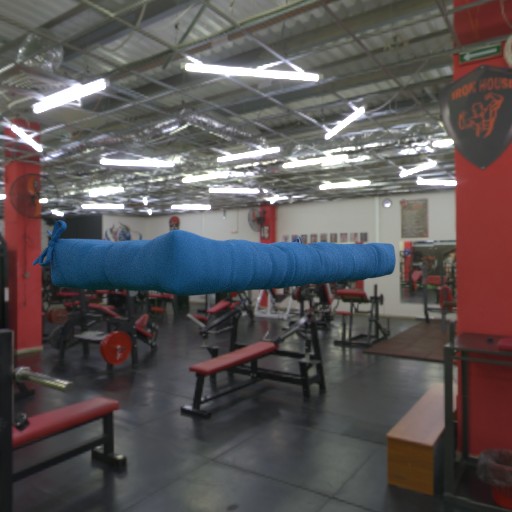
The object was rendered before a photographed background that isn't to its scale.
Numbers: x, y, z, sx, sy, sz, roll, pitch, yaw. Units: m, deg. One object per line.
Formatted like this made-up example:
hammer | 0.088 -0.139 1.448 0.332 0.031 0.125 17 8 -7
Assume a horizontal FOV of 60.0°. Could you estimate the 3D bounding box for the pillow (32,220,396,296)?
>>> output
pillow | 0.000 0.000 1.378 0.511 0.174 1.194 0 0 37
